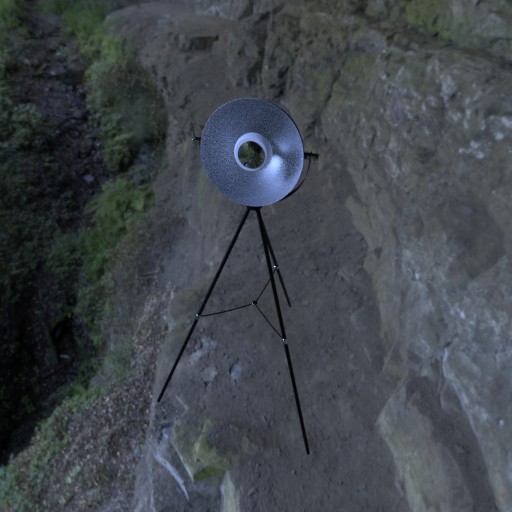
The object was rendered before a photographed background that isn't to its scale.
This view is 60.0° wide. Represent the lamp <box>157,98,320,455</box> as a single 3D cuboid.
[{"bbox_3d":[0.000,0.000,2.038,0.817,1.512,0.920,11,41,13],"label":"lamp"}]
